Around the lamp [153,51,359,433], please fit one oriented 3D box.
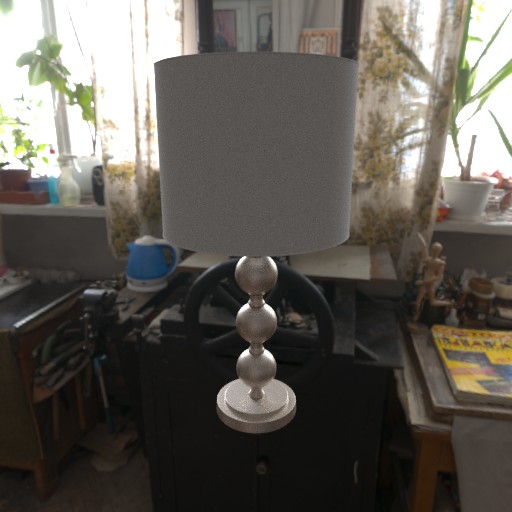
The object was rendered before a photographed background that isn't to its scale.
[{"bbox_3d":[0.000,0.000,0.682,0.277,0.538,0.277,-9,19,-27],"label":"lamp"}]
